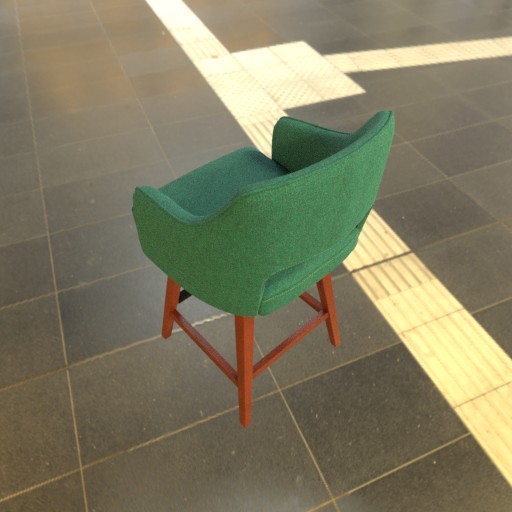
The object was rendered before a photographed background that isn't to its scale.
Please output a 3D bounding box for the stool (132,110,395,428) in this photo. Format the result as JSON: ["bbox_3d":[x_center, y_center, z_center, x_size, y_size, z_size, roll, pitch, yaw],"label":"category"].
[{"bbox_3d":[0.000,0.000,1.295,0.548,0.961,0.556,-33,55,-28],"label":"stool"}]
